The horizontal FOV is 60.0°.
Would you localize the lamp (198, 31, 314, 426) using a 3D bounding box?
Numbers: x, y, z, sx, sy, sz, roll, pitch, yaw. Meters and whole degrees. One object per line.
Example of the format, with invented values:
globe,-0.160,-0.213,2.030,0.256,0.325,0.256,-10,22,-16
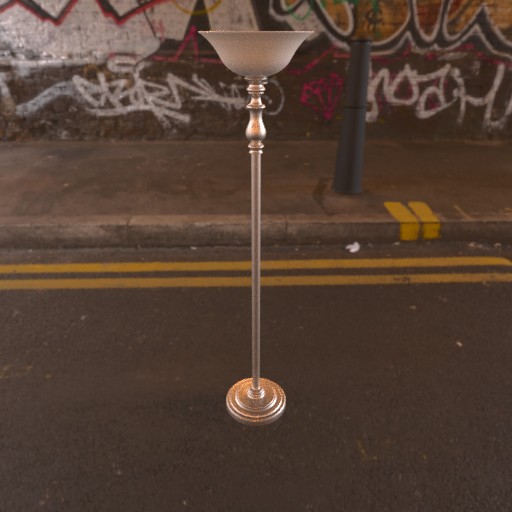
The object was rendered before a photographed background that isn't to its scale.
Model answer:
lamp,0.000,0.000,1.958,0.405,1.771,0.405,19,32,32
